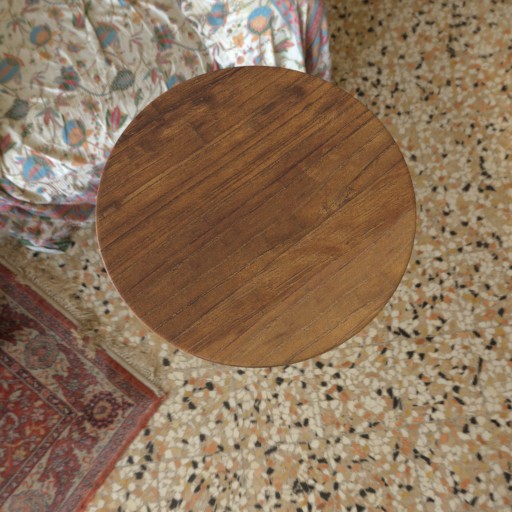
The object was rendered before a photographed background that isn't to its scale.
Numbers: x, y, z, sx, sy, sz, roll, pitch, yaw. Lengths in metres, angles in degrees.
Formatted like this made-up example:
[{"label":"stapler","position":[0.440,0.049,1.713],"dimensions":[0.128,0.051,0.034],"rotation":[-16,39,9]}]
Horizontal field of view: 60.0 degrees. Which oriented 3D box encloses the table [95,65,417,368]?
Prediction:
[{"label":"table","position":[0.000,0.000,0.801],"dimensions":[0.400,0.520,0.400],"rotation":[0,75,0]}]
